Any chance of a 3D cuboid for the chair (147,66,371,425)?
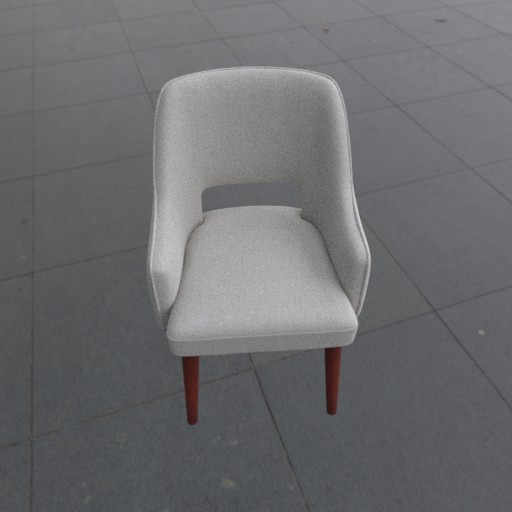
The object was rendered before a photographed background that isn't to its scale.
[{"bbox_3d":[0.000,0.000,1.247,0.560,0.840,0.580,-3,46,-3],"label":"chair"}]
